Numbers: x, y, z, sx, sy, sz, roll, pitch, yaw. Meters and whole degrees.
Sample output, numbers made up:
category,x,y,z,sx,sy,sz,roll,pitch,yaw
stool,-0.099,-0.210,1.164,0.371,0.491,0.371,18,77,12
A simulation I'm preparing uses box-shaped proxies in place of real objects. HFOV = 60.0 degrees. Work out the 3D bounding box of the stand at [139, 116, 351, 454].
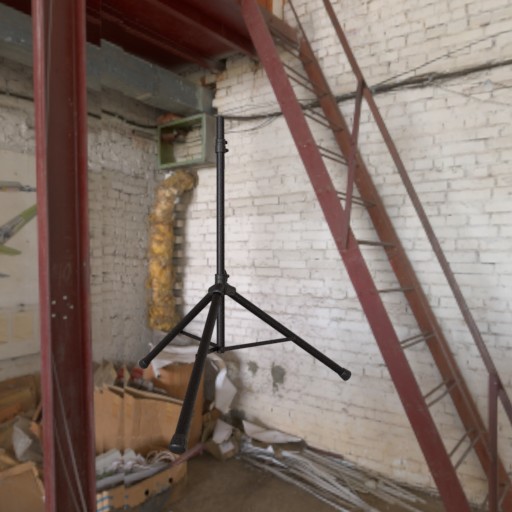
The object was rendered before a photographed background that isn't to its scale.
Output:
category,x,y,z,sx,sy,sz,roll,pitch,yaw
stand,0.000,0.000,1.870,0.907,1.136,1.045,0,1,-18
